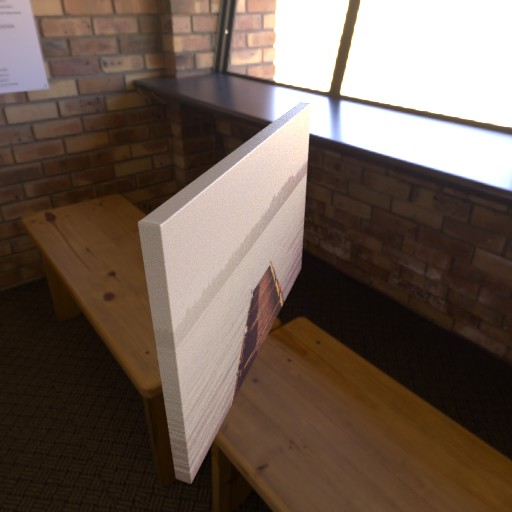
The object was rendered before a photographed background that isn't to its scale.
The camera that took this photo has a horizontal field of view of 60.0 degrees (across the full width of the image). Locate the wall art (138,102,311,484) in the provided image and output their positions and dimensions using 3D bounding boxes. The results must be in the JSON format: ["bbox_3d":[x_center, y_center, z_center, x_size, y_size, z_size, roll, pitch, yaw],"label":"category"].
[{"bbox_3d":[0.000,0.000,1.162,0.037,0.609,0.916,10,32,17],"label":"wall art"}]
